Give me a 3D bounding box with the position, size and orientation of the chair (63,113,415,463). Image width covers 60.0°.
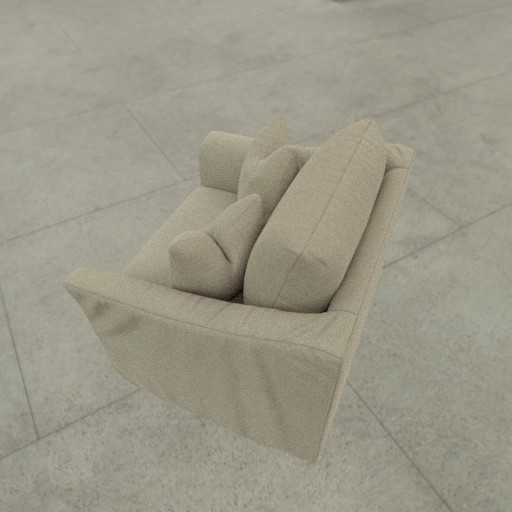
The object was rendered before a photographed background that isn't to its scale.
[{"bbox_3d":[0.000,0.000,1.996,1.071,1.093,1.194,18,49,16],"label":"chair"}]
